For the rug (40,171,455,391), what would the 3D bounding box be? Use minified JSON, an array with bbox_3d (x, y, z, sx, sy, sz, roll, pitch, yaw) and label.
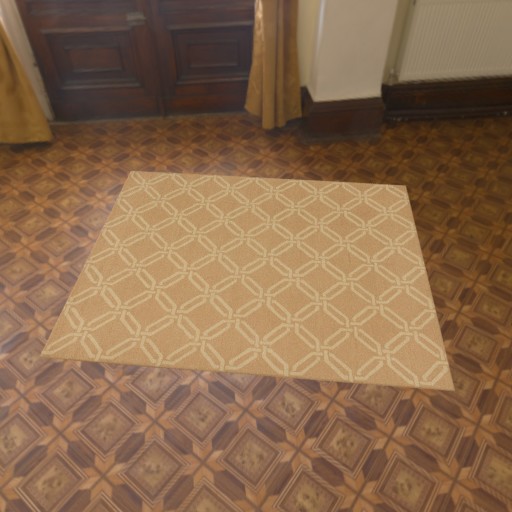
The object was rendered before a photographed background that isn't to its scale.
[{"bbox_3d":[0.000,0.000,3.866,2.895,0.018,2.288,4,46,4],"label":"rug"}]
